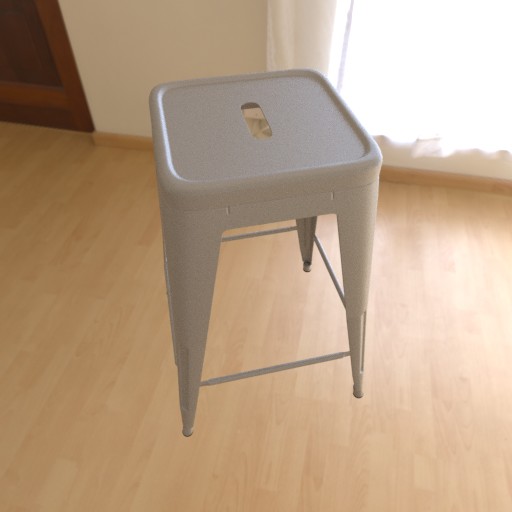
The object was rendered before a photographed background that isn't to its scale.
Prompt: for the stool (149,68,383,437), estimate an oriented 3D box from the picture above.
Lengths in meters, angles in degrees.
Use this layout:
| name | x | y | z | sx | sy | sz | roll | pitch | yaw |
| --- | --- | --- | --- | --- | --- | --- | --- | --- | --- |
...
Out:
| name | x | y | z | sx | sy | sz | roll | pitch | yaw |
| --- | --- | --- | --- | --- | --- | --- | --- | --- | --- |
| stool | 0.000 | 0.000 | 0.886 | 0.410 | 0.608 | 0.410 | -9 | 47 | -9 |
